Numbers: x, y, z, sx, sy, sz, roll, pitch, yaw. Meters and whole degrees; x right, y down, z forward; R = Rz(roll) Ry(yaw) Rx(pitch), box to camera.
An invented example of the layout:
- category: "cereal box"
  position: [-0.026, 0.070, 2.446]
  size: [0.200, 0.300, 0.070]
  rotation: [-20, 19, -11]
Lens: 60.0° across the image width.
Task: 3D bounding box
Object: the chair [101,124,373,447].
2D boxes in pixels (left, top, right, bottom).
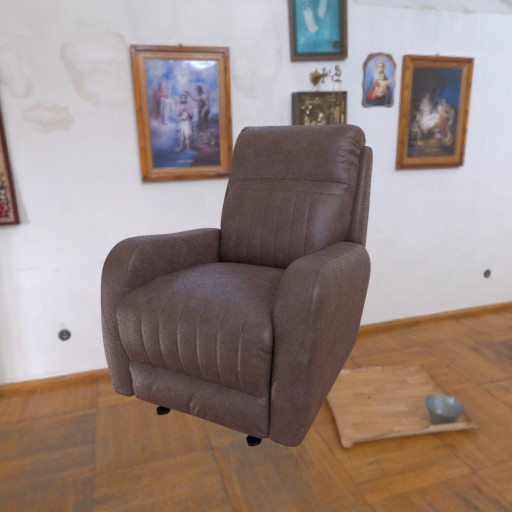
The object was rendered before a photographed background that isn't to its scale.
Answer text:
- category: "chair"
  position: [0.000, 0.000, 1.843]
  size: [0.865, 1.067, 1.067]
  rotation: [7, 17, 26]
